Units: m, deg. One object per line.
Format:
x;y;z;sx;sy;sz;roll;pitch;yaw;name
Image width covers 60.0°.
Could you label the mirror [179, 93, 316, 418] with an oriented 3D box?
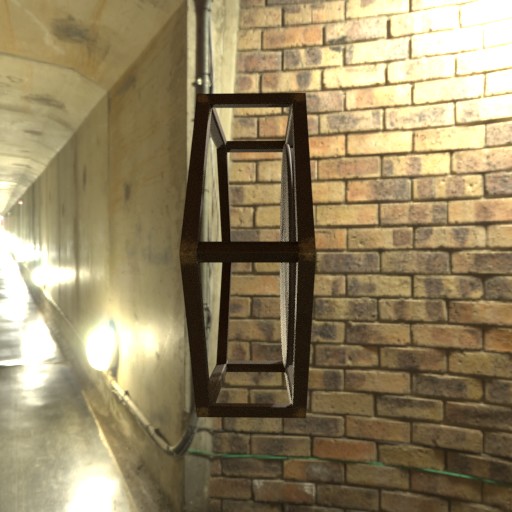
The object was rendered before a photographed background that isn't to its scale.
0.000;0.000;0.552;0.119;0.334;0.380;0;0;1;mirror
